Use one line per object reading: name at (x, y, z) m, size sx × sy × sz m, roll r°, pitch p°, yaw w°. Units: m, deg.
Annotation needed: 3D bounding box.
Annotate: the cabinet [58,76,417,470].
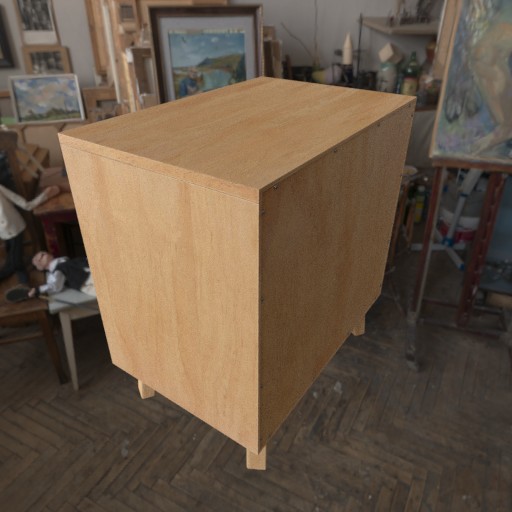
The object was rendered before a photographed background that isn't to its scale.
cabinet at (0.000, 0.000, 0.939) m, size 0.394 × 0.599 × 0.551 m, roll 20°, pitch 37°, yaw 29°
